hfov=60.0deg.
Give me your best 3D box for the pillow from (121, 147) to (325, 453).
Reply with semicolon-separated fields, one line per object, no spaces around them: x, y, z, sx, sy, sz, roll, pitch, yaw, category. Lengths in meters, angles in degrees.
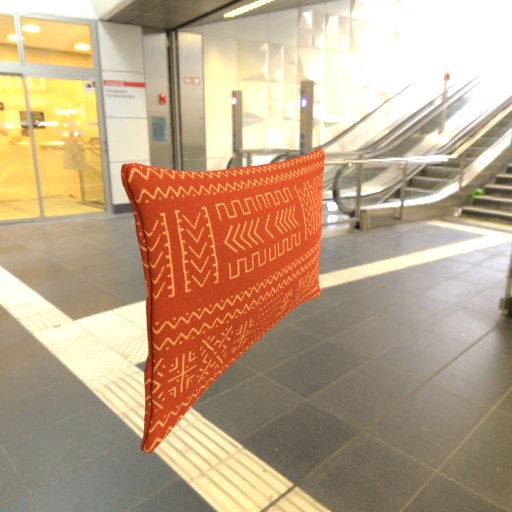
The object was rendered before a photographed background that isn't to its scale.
0.000;0.000;0.773;0.130;0.352;0.640;8;17;26;pillow
